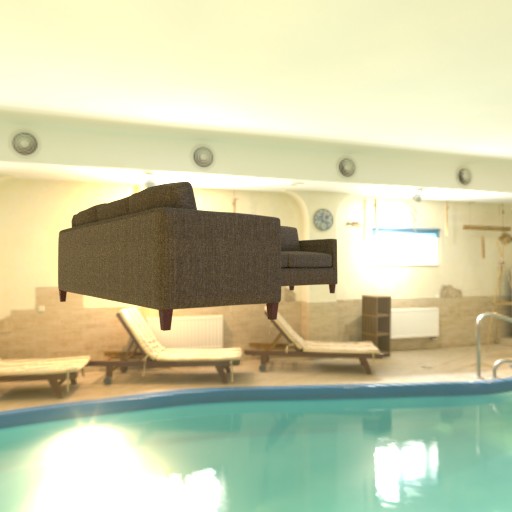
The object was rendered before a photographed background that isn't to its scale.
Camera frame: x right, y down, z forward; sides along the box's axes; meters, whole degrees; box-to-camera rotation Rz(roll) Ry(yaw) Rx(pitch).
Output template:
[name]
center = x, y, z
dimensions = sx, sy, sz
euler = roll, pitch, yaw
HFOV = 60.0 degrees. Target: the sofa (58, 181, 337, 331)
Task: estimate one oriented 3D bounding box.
[sofa]
center = 0.000, 0.000, 4.595
dimensions = 3.302, 0.947, 2.593
euler = 1, -1, -37
